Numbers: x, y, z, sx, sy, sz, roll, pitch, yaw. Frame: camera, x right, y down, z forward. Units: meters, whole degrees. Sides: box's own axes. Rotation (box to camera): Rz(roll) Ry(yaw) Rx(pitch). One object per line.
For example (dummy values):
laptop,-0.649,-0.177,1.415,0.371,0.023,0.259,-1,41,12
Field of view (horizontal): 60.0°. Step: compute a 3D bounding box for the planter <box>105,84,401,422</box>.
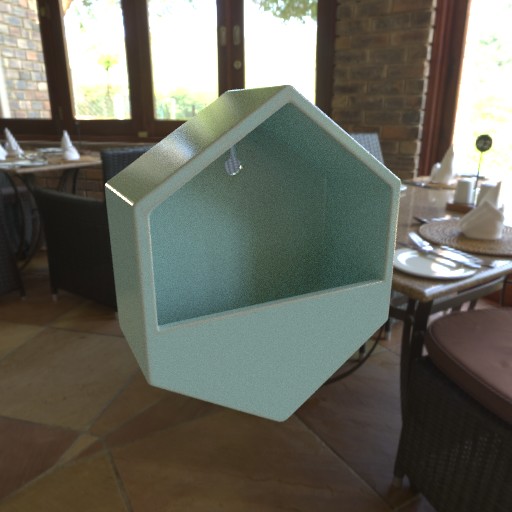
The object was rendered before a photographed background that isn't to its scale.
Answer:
planter,0.000,0.000,0.290,0.169,0.207,0.078,-9,20,-26
